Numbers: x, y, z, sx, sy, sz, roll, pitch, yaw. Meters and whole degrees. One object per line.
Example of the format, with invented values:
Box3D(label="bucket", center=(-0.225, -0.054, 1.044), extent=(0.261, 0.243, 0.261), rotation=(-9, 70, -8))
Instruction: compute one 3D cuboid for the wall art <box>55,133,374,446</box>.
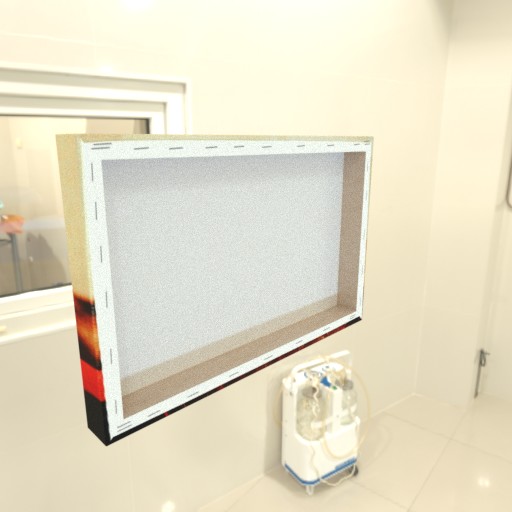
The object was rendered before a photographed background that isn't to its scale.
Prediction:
Box3D(label="wall art", center=(0.000, 0.000, 0.478), extent=(0.383, 0.251, 0.037), rotation=(-14, 20, -42))
